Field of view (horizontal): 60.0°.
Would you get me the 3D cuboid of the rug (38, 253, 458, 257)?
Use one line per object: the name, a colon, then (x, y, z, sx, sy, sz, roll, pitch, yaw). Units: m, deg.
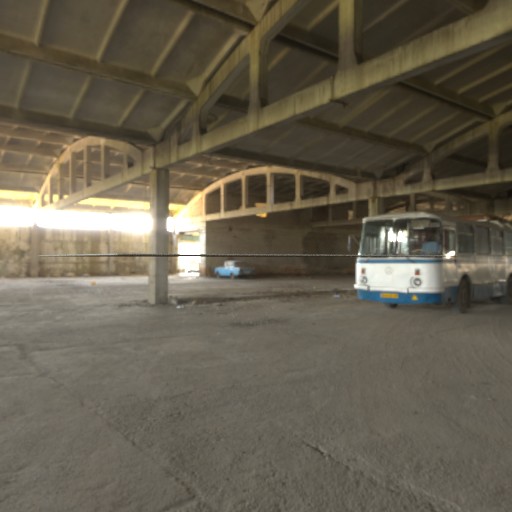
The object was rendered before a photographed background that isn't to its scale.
rug: (0.000, 0.000, 3.016, 2.438, 0.008, 1.523, 0, 0, -36)
